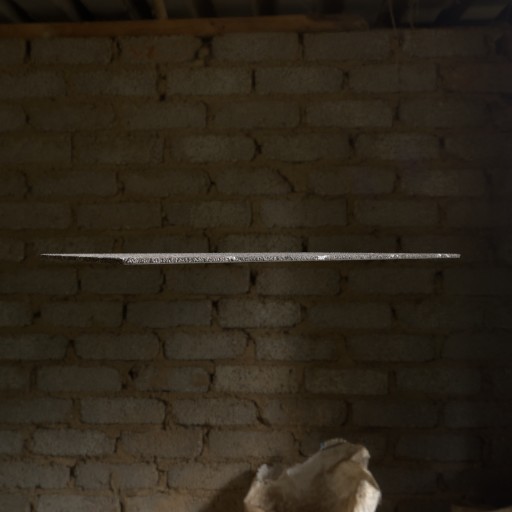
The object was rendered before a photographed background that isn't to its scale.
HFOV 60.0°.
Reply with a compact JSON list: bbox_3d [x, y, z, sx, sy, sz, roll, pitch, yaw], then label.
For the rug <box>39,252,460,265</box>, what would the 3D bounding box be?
[{"bbox_3d":[0.000,0.000,3.421,2.743,0.030,1.778,-1,1,-36],"label":"rug"}]
